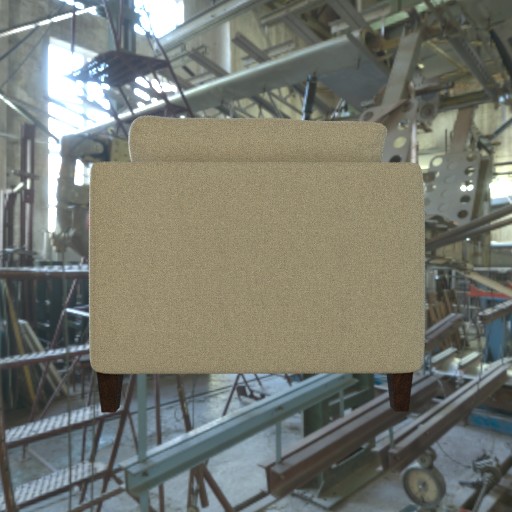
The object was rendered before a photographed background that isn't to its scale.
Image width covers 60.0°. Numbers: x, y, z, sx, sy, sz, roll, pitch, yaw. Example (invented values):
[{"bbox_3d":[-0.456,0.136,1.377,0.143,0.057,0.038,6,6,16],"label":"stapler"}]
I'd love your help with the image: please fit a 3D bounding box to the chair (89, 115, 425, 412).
[{"bbox_3d":[0.000,0.000,1.738,0.996,0.919,0.959,0,0,-1],"label":"chair"}]
